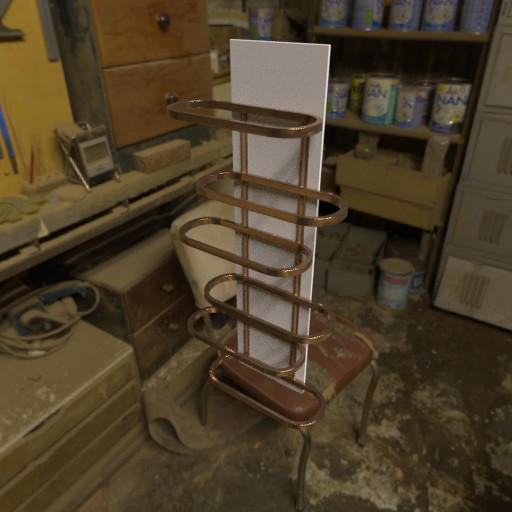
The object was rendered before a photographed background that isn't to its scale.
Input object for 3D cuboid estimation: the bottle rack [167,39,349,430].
[{"bbox_3d":[0.000,0.000,0.821,0.332,0.709,0.118,19,35,30],"label":"bottle rack"}]
